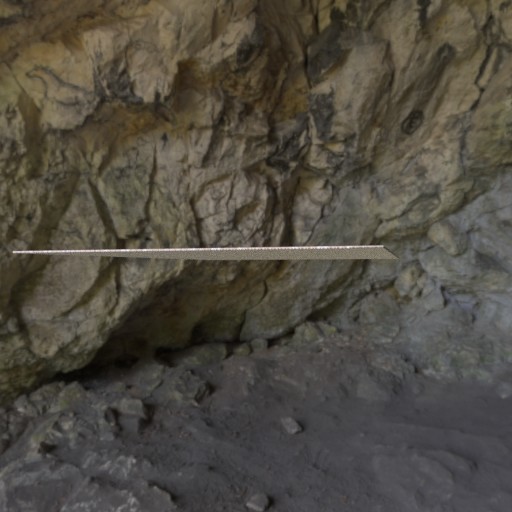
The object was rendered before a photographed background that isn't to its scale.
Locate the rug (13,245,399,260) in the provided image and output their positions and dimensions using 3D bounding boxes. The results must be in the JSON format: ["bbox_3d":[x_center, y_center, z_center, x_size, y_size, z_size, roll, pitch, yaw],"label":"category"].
[{"bbox_3d":[0.000,0.000,3.821,2.286,0.013,2.894,0,-2,19],"label":"rug"}]
